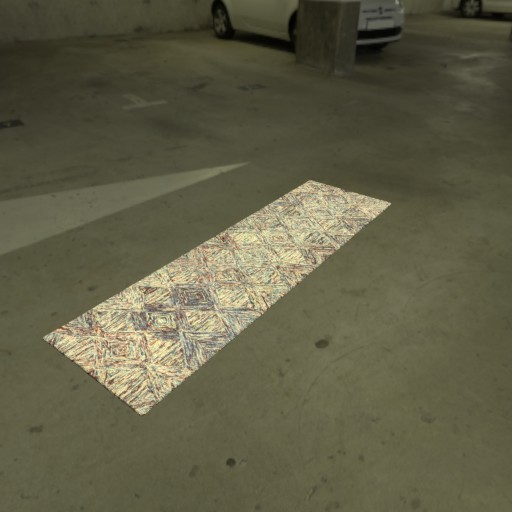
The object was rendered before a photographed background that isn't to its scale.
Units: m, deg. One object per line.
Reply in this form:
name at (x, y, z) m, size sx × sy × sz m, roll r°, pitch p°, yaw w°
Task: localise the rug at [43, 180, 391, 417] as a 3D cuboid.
rug at (0.000, 0.000, 2.599) m, size 0.688 × 0.015 × 2.292 m, roll 23°, pitch 39°, yaw 31°
